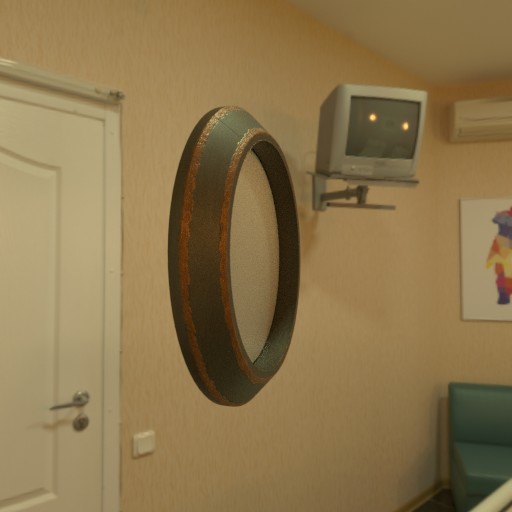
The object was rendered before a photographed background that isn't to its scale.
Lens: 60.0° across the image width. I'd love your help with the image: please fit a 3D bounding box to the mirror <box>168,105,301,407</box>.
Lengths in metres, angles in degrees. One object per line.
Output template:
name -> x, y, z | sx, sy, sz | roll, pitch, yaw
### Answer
mirror -> 0.000, 0.000, 1.396 | 0.111, 0.907, 0.907 | -1, -2, 19
